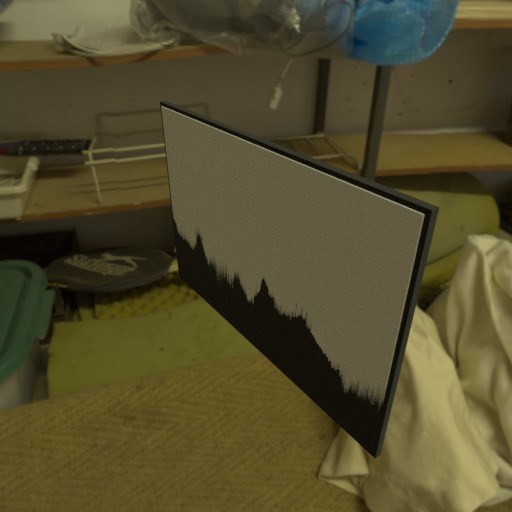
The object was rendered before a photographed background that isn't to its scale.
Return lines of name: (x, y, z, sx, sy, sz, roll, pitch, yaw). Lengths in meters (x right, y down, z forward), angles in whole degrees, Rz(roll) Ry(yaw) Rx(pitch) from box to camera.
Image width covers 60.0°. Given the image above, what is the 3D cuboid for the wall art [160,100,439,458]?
wall art: (0.000, 0.000, 1.499, 0.028, 0.805, 1.190, -22, 38, -31)
